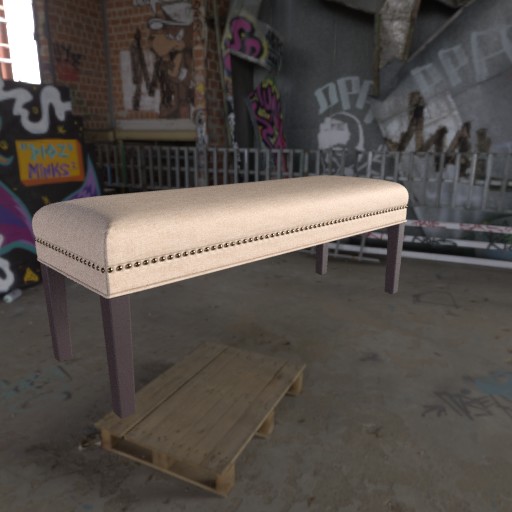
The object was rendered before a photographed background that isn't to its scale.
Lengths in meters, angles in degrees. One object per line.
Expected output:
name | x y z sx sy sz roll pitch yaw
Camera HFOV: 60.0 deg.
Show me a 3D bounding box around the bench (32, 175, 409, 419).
bench | 0.000 0.000 1.451 1.219 0.457 0.410 -14 20 -42
